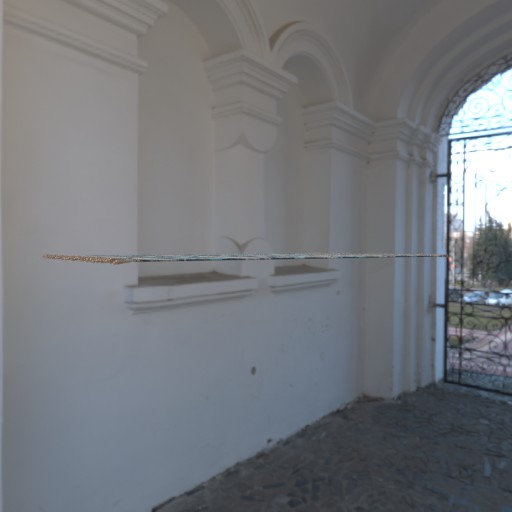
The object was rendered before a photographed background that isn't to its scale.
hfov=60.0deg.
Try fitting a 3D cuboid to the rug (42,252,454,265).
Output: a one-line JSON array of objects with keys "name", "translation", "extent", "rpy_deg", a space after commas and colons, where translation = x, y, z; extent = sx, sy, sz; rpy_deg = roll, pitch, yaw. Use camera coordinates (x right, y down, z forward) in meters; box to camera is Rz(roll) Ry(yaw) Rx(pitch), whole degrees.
[{"name": "rug", "translation": [0.000, 0.000, 2.408], "extent": [1.936, 0.028, 1.181], "rpy_deg": [-1, 1, -36]}]
